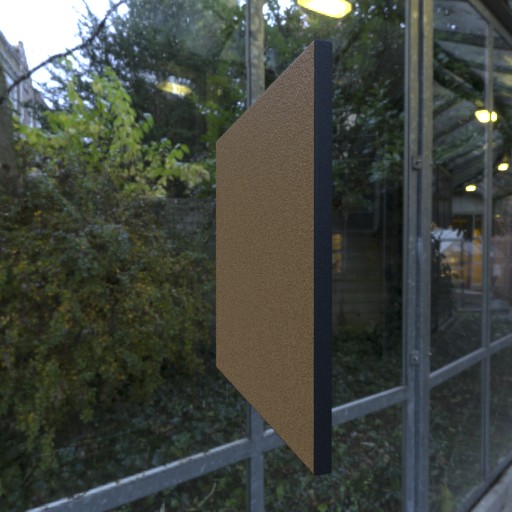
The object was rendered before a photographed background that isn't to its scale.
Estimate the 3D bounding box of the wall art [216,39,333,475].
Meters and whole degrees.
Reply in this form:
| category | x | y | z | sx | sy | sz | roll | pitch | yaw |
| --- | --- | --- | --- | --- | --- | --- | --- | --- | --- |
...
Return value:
| category | x | y | z | sx | sy | sz | roll | pitch | yaw |
| --- | --- | --- | --- | --- | --- | --- | --- | --- | --- |
| wall art | 0.000 | 0.000 | 0.677 | 0.022 | 0.453 | 0.456 | 0 | 1 | -18 |
